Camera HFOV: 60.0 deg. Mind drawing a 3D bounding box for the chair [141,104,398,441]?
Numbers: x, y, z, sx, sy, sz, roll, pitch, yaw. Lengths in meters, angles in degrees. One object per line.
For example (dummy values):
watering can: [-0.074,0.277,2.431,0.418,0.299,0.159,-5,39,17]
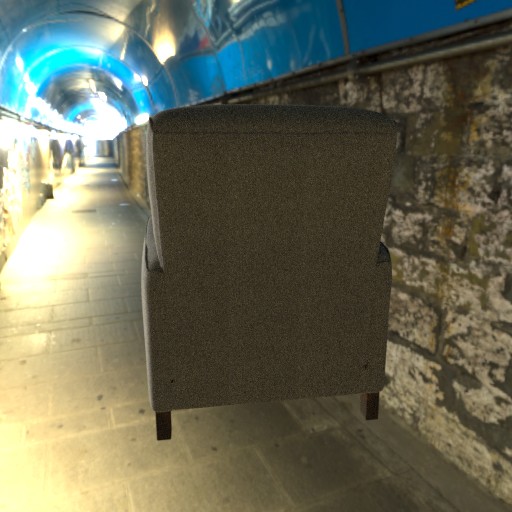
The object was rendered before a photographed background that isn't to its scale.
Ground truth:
chair: [0.000,0.000,1.678,0.841,1.028,0.858,-2,14,-9]
